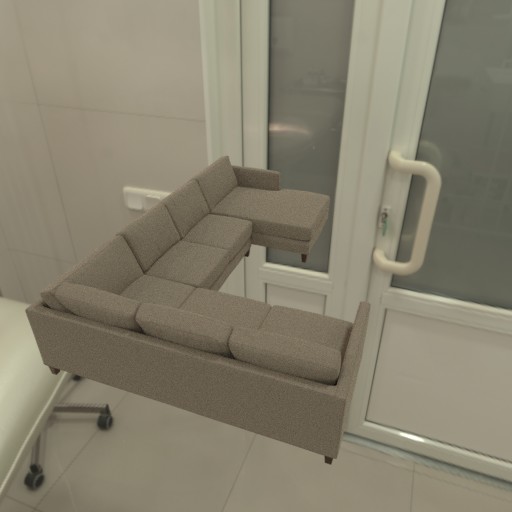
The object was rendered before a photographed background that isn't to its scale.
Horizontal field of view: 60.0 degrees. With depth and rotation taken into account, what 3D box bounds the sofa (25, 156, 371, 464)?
[{"bbox_3d":[0.000,0.000,4.439,2.424,0.865,3.438,11,33,17],"label":"sofa"}]
